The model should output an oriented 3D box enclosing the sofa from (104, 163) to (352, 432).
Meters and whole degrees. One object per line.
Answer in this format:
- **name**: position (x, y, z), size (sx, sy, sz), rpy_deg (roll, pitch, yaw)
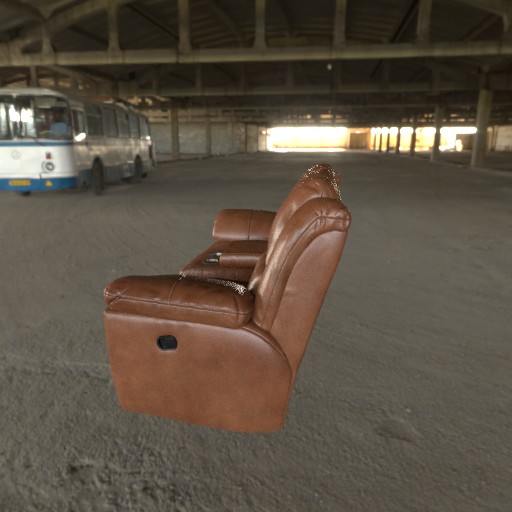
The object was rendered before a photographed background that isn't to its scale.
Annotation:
- **sofa**: position (0.000, 0.000, 2.639), size (0.991, 1.043, 2.058), rpy_deg (2, 15, 9)
